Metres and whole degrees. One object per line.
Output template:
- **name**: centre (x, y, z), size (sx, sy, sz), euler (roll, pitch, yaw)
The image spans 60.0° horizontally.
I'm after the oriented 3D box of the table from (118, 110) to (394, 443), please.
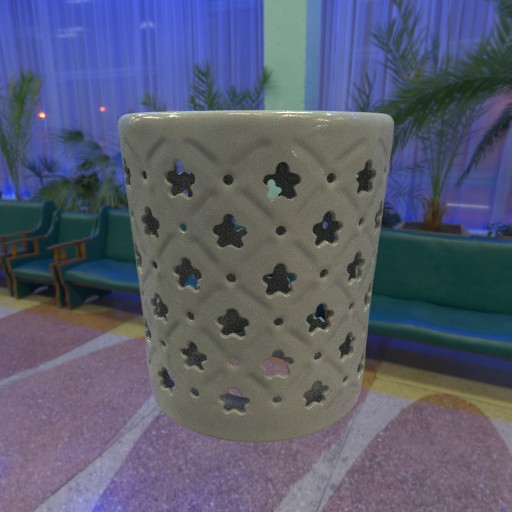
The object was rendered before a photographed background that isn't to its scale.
- **table**: centre (0.000, 0.000, 0.633), size (0.352, 0.387, 0.352), euler (0, 16, 0)
